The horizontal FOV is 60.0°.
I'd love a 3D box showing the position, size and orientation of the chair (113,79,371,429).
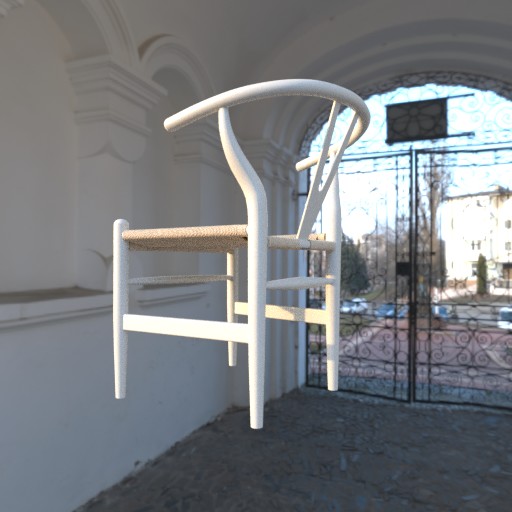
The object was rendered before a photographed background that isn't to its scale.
[{"bbox_3d":[0.000,0.000,1.164,0.579,0.730,0.569,-1,-1,37],"label":"chair"}]
